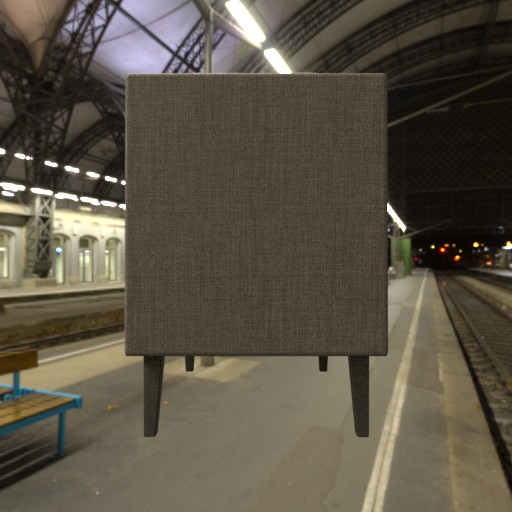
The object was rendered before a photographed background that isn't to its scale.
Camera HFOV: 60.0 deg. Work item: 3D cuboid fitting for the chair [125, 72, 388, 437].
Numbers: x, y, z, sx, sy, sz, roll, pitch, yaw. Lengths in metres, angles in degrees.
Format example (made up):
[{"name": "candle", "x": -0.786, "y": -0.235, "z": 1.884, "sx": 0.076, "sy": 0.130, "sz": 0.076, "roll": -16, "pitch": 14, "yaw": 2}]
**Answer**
[{"name": "chair", "x": 0.000, "y": 0.000, "z": 1.434, "sx": 0.655, "sy": 0.891, "sz": 0.771, "roll": 0, "pitch": -1, "yaw": 0}]
